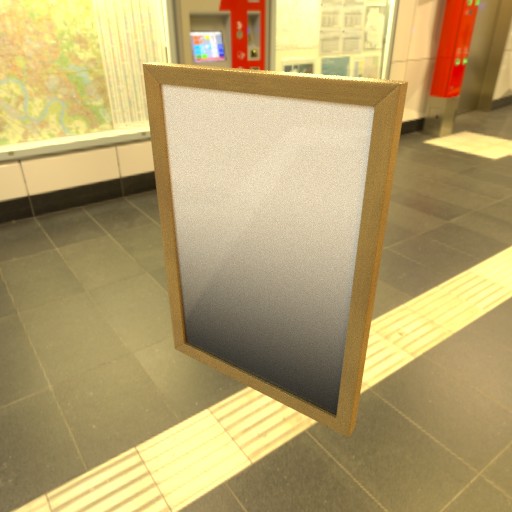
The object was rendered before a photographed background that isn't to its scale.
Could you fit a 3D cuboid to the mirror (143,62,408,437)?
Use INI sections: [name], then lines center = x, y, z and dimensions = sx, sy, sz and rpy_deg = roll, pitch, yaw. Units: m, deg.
[mirror]
center = 0.000, 0.000, 0.917
dimensions = 0.507, 0.710, 0.040
rpy_deg = 18, 33, 30
